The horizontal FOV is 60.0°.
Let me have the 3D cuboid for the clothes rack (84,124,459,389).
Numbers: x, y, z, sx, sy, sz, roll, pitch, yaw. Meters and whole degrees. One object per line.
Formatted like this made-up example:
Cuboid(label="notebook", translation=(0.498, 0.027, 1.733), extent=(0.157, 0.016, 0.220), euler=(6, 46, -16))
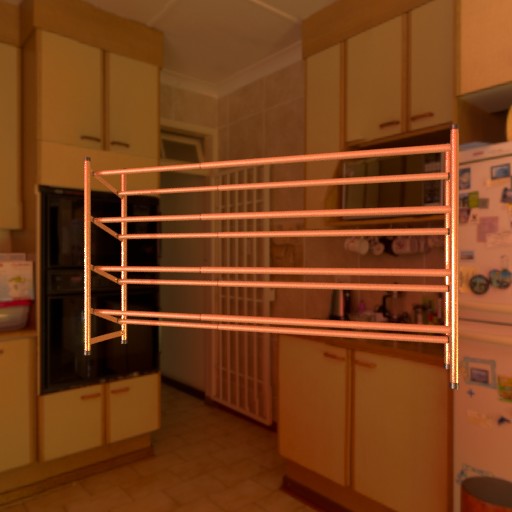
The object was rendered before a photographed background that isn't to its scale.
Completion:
Cuboid(label="clothes rack", translation=(0.000, 0.000, 1.417), extent=(1.168, 0.672, 0.229), euler=(0, 0, 19))
